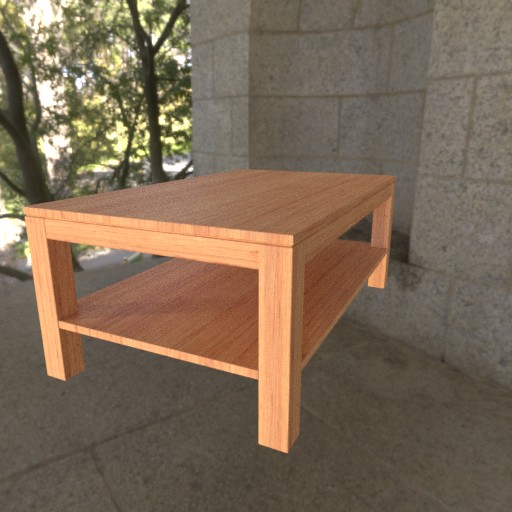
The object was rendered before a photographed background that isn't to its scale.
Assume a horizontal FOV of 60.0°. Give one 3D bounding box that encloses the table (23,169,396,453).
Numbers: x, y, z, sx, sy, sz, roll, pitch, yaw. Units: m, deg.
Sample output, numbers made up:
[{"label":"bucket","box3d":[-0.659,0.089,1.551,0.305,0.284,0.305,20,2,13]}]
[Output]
[{"label":"table","box3d":[0.000,0.000,1.480,0.695,0.457,1.146,8,18,25]}]
